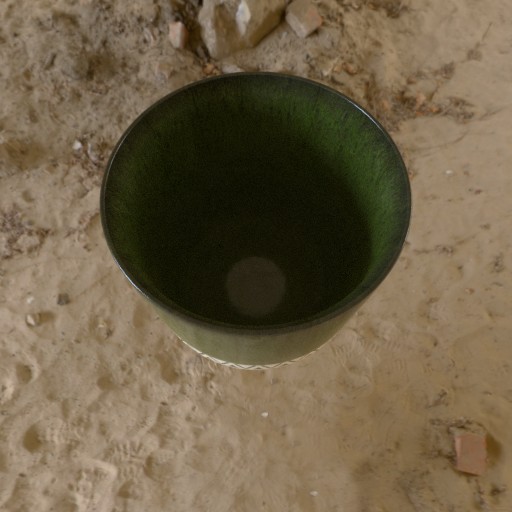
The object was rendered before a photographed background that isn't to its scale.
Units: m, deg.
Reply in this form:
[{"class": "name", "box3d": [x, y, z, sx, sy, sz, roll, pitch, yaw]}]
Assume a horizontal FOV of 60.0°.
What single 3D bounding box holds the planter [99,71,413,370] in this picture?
[{"class": "planter", "box3d": [0.000, 0.000, 0.471, 0.245, 0.270, 0.245, 0, 65, 0]}]
